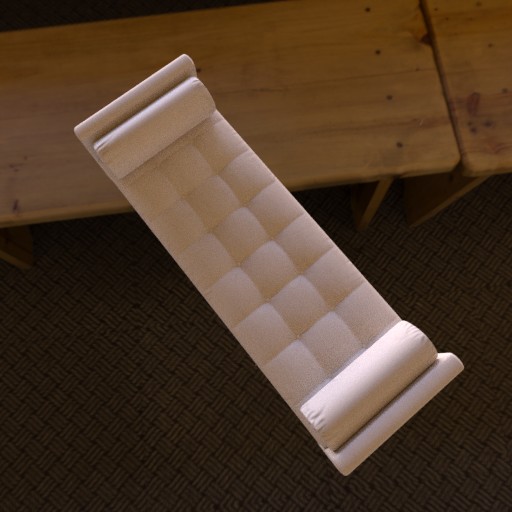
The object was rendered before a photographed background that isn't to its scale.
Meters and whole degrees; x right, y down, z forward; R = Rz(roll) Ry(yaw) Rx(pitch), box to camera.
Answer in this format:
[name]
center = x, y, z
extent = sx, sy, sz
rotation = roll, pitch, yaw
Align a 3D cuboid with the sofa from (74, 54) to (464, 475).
[sofa]
center = 0.000, 0.000, 2.286
extent = 0.686, 0.635, 1.981
rotation = -38, 79, -9
